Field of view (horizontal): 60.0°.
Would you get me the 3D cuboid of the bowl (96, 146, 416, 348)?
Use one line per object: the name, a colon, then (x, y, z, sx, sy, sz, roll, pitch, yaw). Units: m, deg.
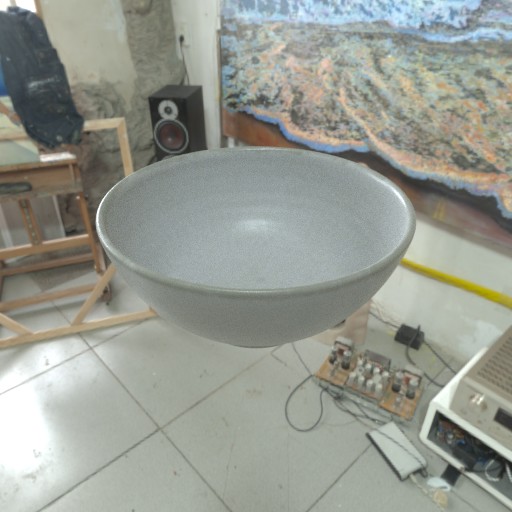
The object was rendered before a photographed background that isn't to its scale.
bowl: (0.000, 0.000, 0.418, 0.268, 0.121, 0.268, 0, 33, 0)
